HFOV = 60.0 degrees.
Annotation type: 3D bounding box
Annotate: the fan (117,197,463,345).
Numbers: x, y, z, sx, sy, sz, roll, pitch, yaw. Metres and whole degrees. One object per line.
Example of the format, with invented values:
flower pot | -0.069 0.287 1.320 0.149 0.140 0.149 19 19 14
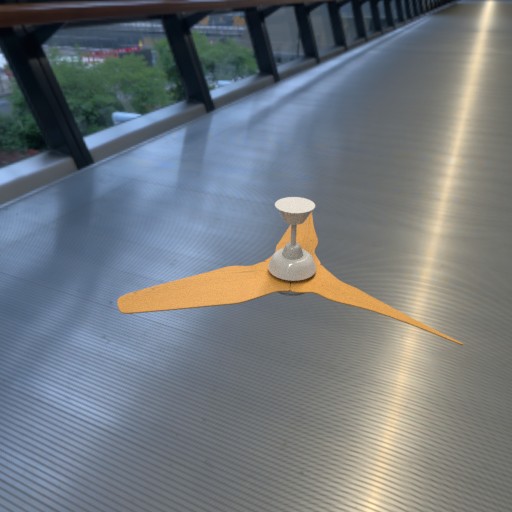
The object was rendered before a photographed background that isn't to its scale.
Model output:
fan | 0.000 0.000 1.623 1.010 0.355 1.142 -11 32 -18
